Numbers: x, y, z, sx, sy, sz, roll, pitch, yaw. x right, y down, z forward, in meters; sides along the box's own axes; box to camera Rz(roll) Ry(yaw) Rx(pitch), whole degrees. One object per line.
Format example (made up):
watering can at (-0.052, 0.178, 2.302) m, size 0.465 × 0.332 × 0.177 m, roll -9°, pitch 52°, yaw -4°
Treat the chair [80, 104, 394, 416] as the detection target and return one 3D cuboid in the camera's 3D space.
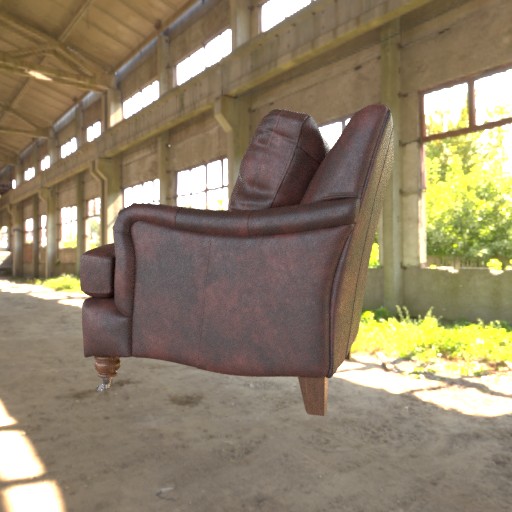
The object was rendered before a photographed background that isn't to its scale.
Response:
chair at (0.000, 0.000, 1.947) m, size 1.156 × 1.051 × 0.987 m, roll 0°, pitch 0°, yaw 18°
